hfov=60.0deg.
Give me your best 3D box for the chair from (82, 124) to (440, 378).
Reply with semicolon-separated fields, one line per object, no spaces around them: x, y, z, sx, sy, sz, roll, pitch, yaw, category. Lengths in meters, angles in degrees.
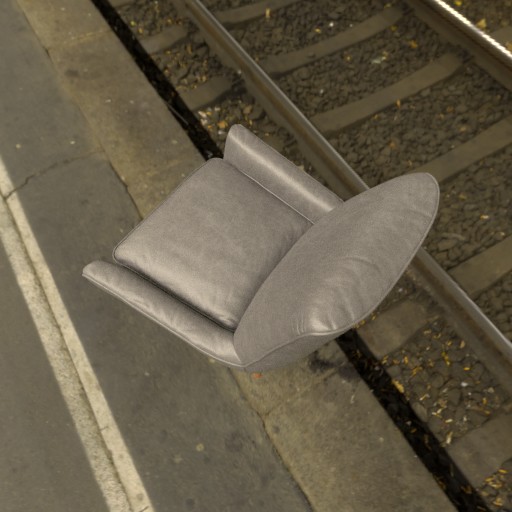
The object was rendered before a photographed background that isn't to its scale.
0.000;0.000;1.441;0.822;0.888;0.787;34;67;16;chair
